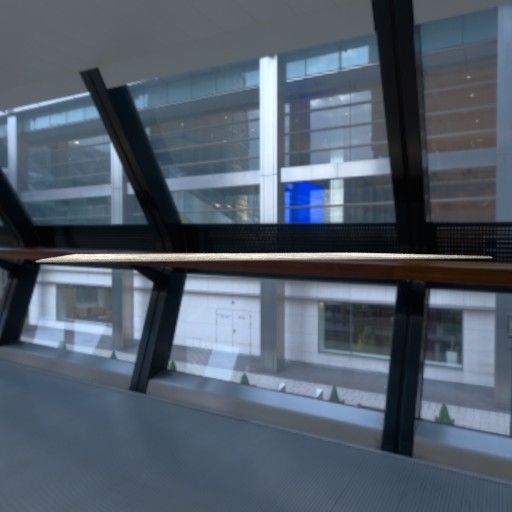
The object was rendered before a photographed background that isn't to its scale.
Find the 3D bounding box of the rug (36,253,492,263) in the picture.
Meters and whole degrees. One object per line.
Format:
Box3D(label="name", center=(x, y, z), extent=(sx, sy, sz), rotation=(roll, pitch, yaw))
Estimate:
Box3D(label="rug", center=(0.000, 0.000, 2.981), extent=(2.431, 0.012, 1.536), rotation=(0, 1, -17))
